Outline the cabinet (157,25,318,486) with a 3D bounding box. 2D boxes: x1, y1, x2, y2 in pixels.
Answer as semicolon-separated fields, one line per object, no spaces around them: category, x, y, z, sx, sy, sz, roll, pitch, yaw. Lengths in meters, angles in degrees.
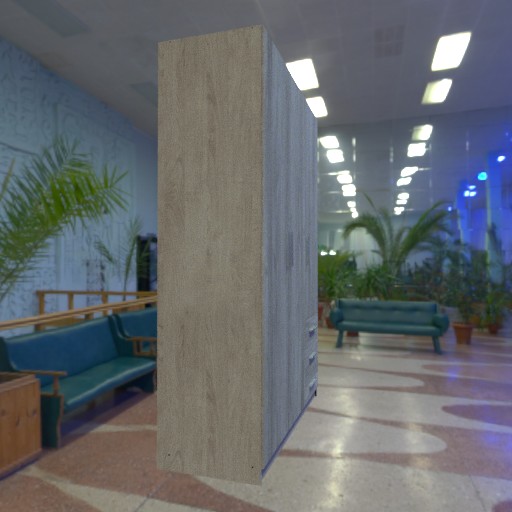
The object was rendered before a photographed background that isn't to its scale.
cabinet;0.000;0.000;2.520;0.510;1.910;1.290;0;-1;18
